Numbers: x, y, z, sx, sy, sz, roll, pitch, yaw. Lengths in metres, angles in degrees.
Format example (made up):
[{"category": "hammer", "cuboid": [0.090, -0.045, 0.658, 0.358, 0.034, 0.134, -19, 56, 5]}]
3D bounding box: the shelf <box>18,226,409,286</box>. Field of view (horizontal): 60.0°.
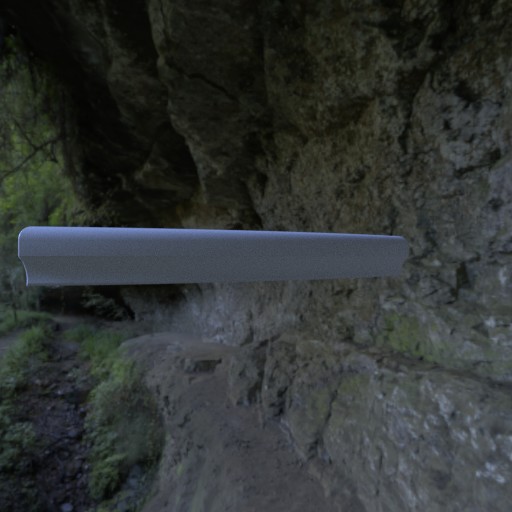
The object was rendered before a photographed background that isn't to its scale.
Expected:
[{"category": "shelf", "cuboid": [0.000, 0.000, 0.463, 0.310, 0.050, 0.310, 0, 0, 17]}]
